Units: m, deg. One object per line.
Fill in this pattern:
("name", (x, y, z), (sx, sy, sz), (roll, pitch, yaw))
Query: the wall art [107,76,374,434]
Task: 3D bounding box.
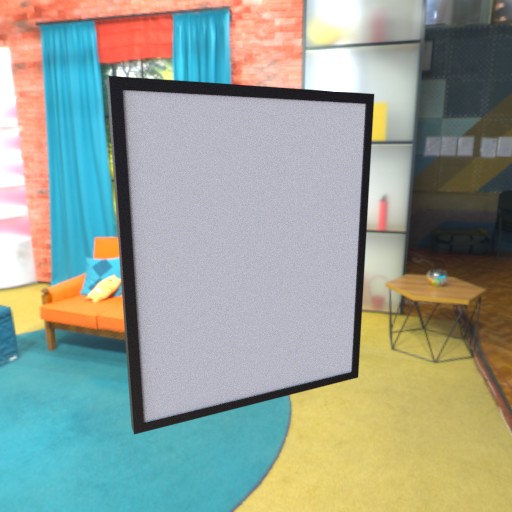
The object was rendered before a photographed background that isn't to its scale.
("wall art", (0.000, 0.000, 0.552), (0.325, 0.397, 0.018), (-6, 14, -24))
